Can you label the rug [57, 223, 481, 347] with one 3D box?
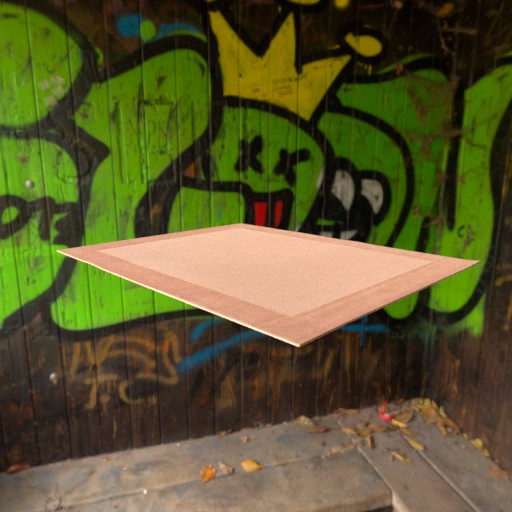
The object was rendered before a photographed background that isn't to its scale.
[{"bbox_3d":[0.000,0.000,4.052,2.431,0.021,3.057,-13,18,-43],"label":"rug"}]
